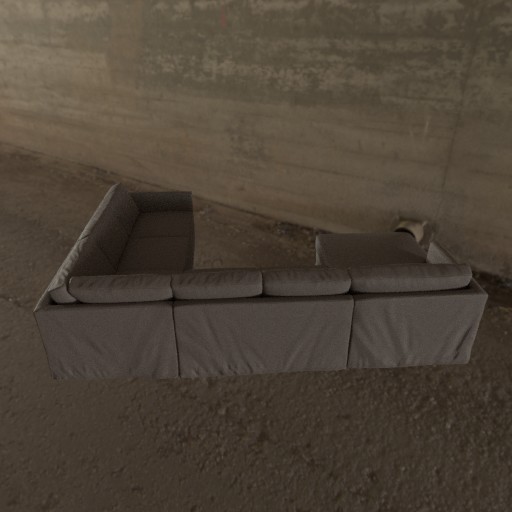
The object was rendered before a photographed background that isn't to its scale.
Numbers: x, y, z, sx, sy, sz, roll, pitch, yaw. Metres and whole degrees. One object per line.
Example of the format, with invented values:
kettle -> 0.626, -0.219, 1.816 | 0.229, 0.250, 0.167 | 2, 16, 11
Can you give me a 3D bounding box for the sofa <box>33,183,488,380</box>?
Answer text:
sofa -> 0.000, 0.000, 4.516 | 3.528, 0.878, 2.476 | -2, 29, -3
